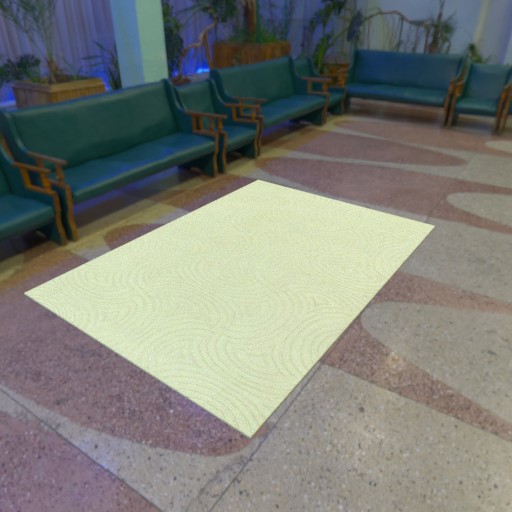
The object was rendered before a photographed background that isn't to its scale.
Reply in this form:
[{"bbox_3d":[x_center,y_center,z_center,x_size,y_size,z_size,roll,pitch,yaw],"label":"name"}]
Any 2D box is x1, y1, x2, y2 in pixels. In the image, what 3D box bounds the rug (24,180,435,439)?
[{"bbox_3d":[0.000,0.000,2.730,1.526,0.015,2.132,20,36,31],"label":"rug"}]
